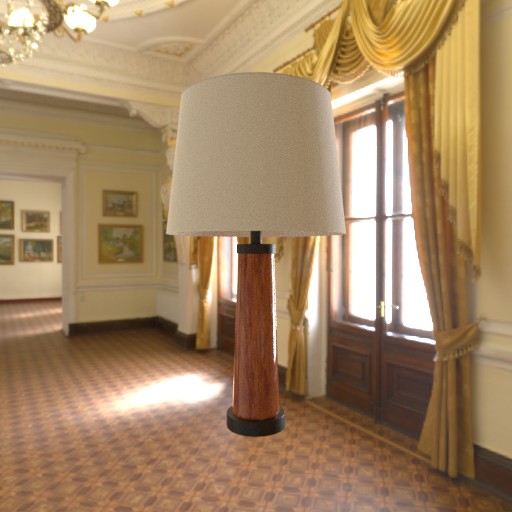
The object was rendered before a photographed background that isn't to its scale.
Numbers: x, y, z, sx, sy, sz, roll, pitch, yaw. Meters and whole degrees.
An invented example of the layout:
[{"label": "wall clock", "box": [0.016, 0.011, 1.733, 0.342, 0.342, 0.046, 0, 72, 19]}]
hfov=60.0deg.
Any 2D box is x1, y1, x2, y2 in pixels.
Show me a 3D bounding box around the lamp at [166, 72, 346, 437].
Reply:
[{"label": "lamp", "box": [0.000, 0.000, 0.871, 0.349, 0.667, 0.349, 0, 1, 0]}]
